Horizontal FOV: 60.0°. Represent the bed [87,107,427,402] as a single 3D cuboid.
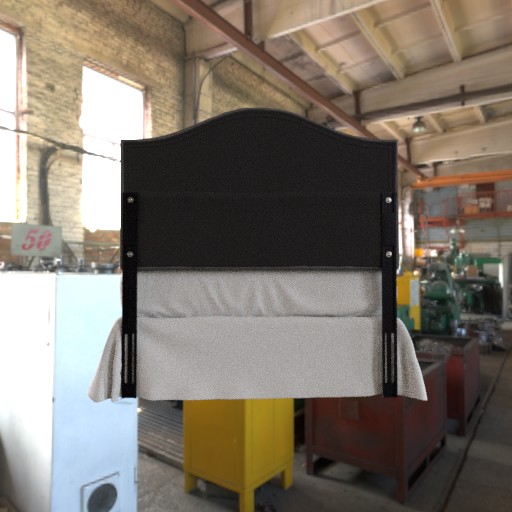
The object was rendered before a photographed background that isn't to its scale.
[{"bbox_3d":[0.000,0.000,3.515,1.876,1.645,2.221,0,-1,0],"label":"bed"}]
